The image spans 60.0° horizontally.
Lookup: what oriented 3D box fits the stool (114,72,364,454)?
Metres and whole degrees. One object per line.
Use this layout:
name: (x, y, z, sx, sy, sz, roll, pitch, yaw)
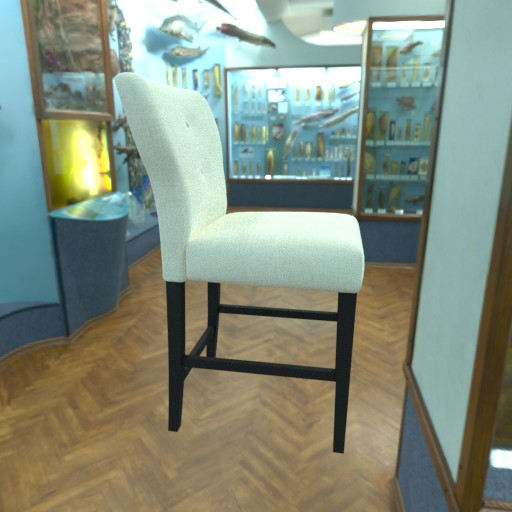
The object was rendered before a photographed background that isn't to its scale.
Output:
stool: (0.000, 0.000, 1.310, 0.603, 0.972, 0.514, 3, 16, 10)
